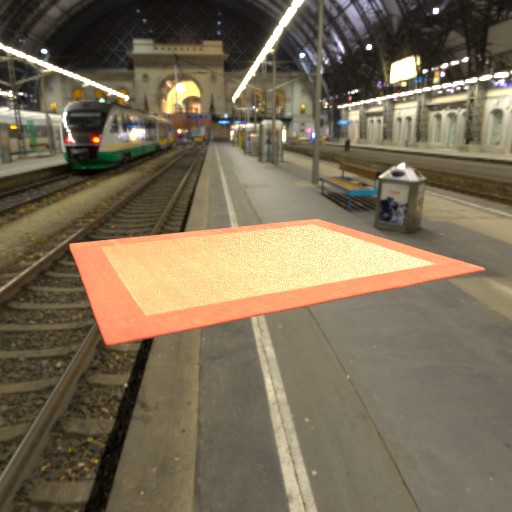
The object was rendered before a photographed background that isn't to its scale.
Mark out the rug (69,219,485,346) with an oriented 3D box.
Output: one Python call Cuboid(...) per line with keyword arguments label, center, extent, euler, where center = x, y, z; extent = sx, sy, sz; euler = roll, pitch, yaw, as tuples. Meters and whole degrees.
Cuboid(label="rug", center=(0.000, 0.000, 3.993), extent=(2.976, 0.018, 2.430), euler=(-8, 17, -26))
